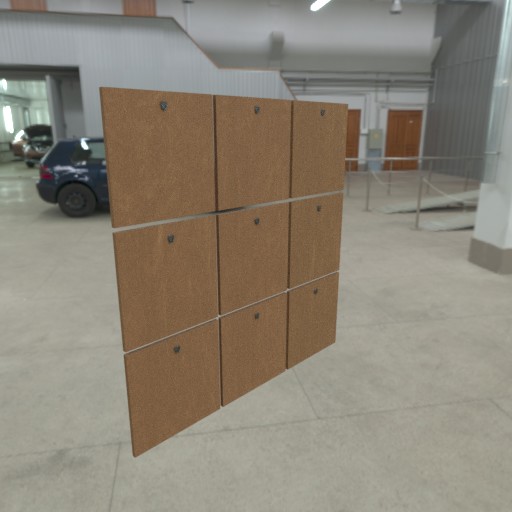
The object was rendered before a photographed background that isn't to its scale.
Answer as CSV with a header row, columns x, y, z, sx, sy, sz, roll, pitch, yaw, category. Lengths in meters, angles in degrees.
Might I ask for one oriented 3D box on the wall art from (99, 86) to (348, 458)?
x,y,z,sx,sy,sz,roll,pitch,yaw,category
0.000,0.000,1.353,0.018,0.913,0.915,15,22,42,wall art
